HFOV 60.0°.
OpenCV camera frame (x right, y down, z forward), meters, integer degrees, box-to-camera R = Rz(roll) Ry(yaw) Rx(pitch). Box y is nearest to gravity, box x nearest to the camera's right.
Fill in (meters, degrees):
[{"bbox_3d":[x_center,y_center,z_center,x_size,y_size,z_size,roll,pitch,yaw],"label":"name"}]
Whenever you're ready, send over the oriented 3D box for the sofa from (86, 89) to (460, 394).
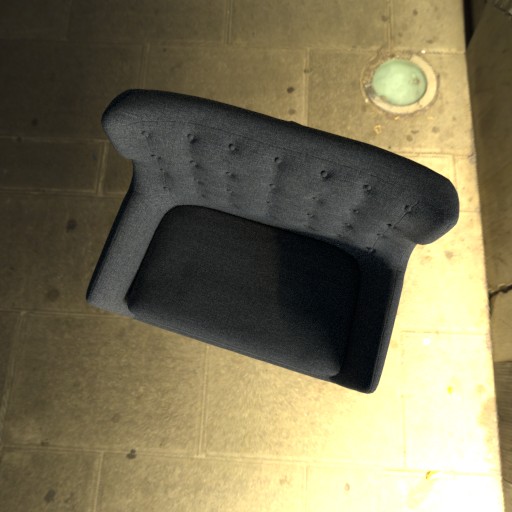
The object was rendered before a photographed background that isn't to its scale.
[{"bbox_3d":[0.000,0.000,2.021,1.358,1.028,0.874,17,77,4],"label":"sofa"}]
